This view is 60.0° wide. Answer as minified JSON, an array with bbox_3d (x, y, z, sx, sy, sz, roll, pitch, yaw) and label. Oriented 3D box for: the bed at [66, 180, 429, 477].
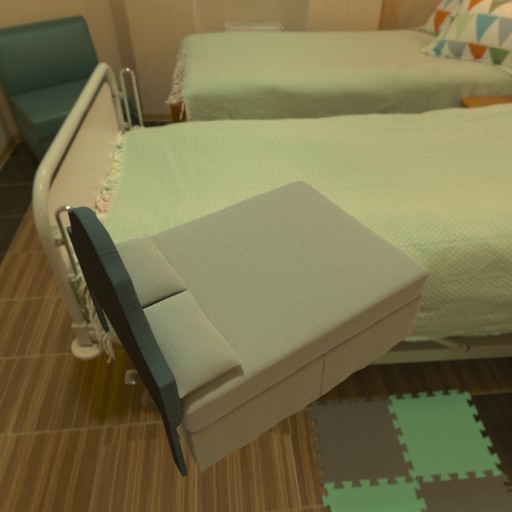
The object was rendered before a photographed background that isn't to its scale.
[{"bbox_3d":[0.000,0.000,3.213,2.155,1.575,1.636,-24,47,-25],"label":"bed"}]
